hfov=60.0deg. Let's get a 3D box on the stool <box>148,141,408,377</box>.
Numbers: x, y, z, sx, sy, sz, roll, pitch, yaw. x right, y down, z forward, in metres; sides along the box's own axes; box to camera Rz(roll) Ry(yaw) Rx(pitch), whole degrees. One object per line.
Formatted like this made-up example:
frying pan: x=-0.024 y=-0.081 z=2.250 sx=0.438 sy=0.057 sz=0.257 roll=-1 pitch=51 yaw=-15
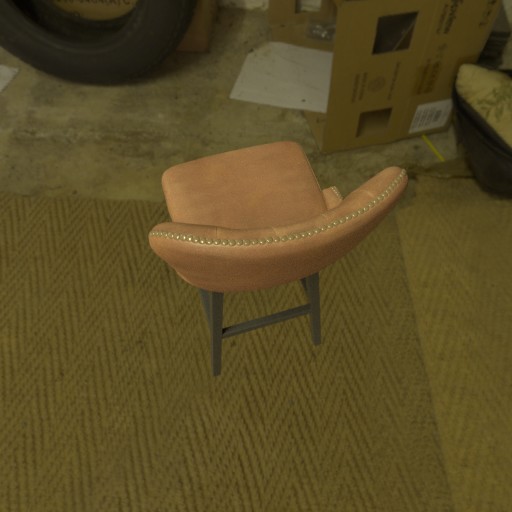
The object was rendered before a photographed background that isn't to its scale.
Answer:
stool: x=0.000 y=0.000 z=1.350 sx=0.528 sy=1.050 sz=0.601 roll=-15 pitch=60 yaw=-9
